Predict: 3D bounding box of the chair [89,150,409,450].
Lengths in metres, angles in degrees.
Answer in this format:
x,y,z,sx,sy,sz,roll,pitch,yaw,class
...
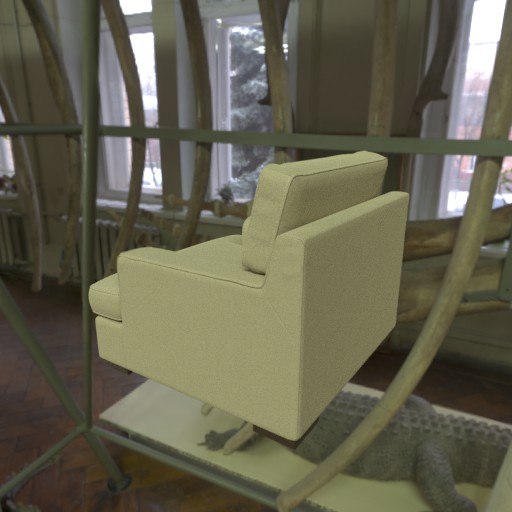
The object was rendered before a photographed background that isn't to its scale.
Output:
x,y,z,sx,sy,sz,roll,pitch,yaw,class
0.000,0.000,2.208,1.274,1.005,1.293,8,18,25,chair
